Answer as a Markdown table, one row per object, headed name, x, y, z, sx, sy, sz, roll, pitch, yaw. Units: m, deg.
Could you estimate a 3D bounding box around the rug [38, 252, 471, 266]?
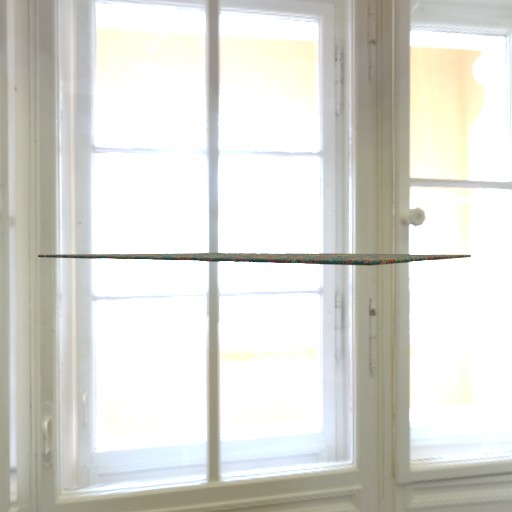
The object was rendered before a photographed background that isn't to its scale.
| name | x | y | z | sx | sy | sz | roll | pitch | yaw |
| --- | --- | --- | --- | --- | --- | --- | --- | --- | --- |
| rug | 0.000 | 0.000 | 4.103 | 3.204 | 0.025 | 2.434 | 1 | 1 | 36 |
